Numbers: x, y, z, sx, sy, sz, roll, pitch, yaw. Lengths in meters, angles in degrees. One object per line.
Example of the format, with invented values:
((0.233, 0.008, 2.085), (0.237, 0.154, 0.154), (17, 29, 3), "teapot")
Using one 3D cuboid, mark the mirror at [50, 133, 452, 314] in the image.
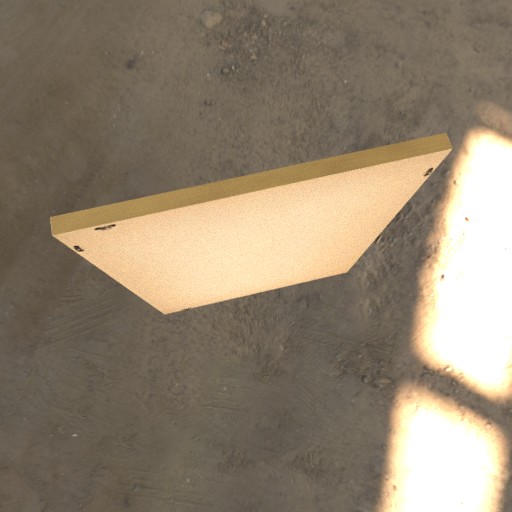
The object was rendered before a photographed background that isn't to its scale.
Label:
((0.000, 0.000, 1.315), (0.762, 1.016, 0.041), (-13, 75, -3), "mirror")
